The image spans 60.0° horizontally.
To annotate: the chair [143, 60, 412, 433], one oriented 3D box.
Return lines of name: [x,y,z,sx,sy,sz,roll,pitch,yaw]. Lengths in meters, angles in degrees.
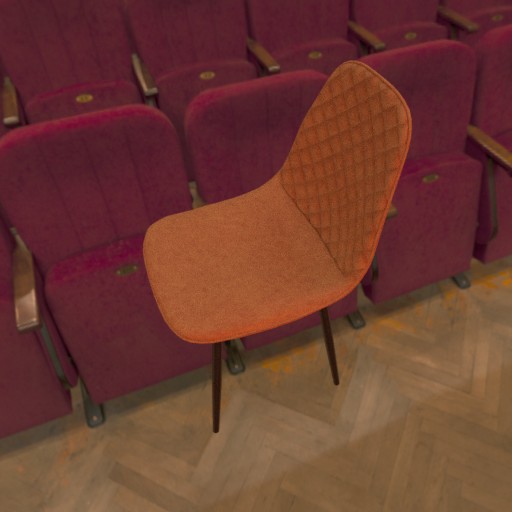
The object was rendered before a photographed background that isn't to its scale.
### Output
chair: [0.000,0.000,1.170,0.561,0.889,0.472,-17,50,-14]
